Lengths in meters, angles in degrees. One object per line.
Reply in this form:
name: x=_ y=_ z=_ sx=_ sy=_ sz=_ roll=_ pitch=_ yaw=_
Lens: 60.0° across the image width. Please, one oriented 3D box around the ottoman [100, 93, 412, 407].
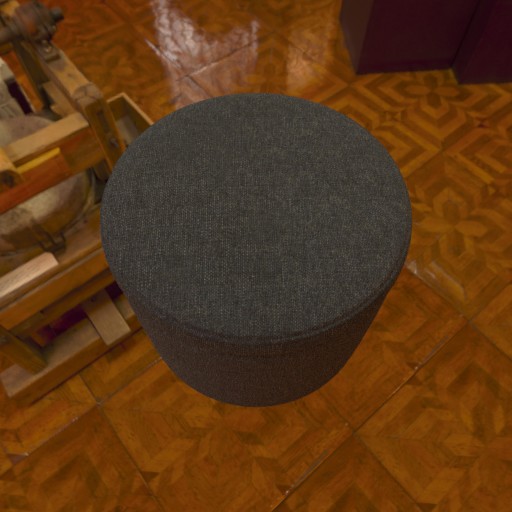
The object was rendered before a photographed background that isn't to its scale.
ottoman: x=0.000 y=0.000 z=0.899 sx=0.520 sy=0.430 sz=0.520 roll=0 pitch=60 yaw=0
